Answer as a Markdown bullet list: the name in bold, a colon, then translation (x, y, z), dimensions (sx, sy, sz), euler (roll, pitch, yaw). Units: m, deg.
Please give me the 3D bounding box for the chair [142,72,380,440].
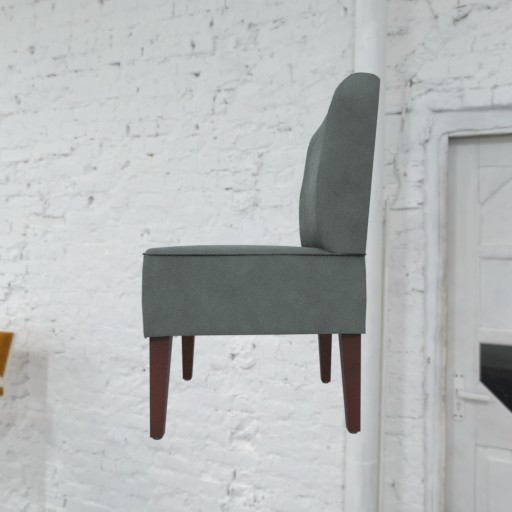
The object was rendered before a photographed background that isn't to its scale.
- **chair**: translation (0.000, 0.000, 1.203), dimensions (0.554, 0.806, 0.521), euler (0, 0, 0)
